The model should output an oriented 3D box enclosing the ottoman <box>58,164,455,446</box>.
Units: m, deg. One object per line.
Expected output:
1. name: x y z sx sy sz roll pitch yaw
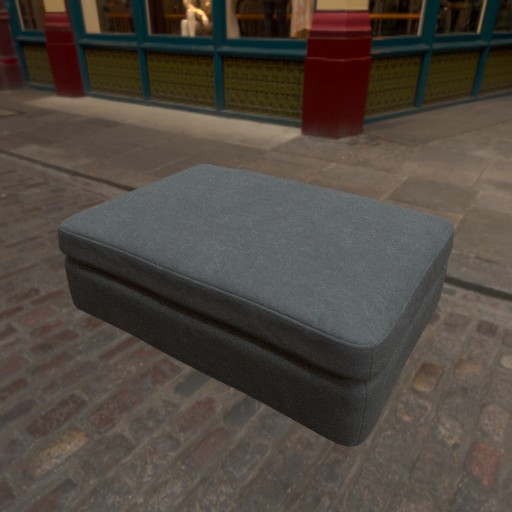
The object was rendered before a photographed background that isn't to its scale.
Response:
1. ottoman: 0.000 0.000 1.616 1.199 0.429 0.840 18 35 29
